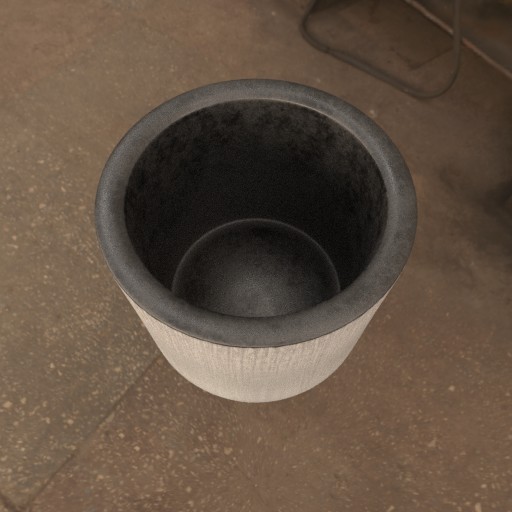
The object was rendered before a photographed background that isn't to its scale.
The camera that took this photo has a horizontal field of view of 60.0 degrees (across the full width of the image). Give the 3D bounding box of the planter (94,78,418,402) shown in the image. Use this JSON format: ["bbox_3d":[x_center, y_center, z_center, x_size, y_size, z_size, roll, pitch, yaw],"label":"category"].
[{"bbox_3d":[0.000,0.000,0.219,0.125,0.112,0.125,0,63,0],"label":"planter"}]
